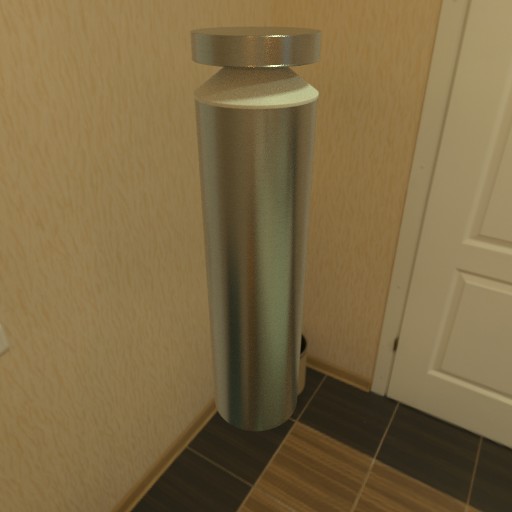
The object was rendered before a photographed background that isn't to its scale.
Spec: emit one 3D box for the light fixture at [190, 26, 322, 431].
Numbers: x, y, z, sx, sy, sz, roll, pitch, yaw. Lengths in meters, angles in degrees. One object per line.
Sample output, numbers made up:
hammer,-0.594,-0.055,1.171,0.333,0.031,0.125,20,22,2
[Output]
light fixture,0.000,0.000,0.441,0.102,0.400,0.102,1,31,2
